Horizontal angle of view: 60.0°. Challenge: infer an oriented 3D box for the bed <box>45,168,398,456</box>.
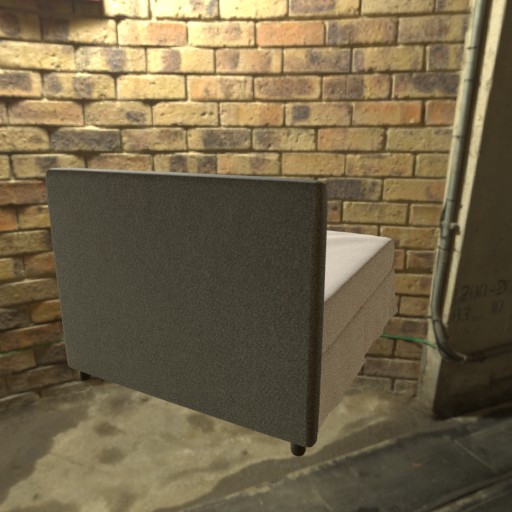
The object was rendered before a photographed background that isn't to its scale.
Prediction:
[{"bbox_3d":[0.000,0.000,3.192,1.723,1.330,2.142,8,17,27],"label":"bed"}]
